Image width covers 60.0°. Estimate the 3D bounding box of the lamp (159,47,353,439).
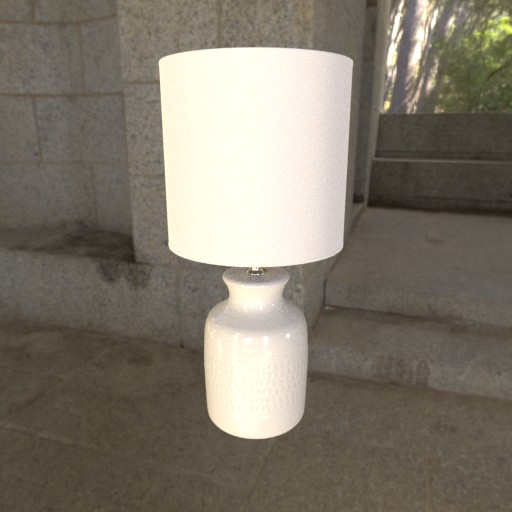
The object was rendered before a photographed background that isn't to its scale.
[{"bbox_3d":[0.000,0.000,0.490,0.188,0.392,0.188,-3,16,-10],"label":"lamp"}]
